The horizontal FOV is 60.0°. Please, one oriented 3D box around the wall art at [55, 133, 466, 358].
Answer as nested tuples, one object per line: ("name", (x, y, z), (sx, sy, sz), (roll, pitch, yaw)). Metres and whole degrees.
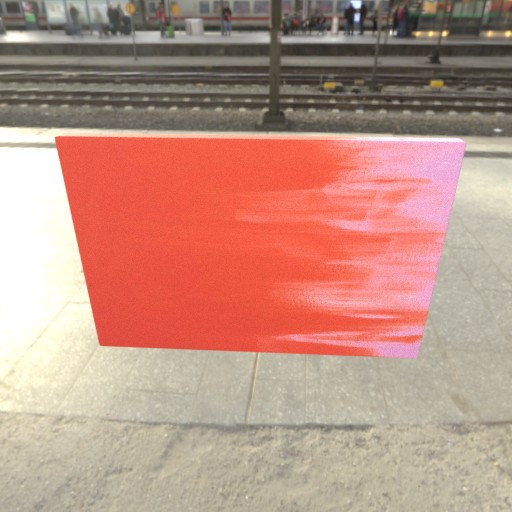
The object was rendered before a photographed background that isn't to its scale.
("wall art", (0.000, 0.000, 1.141), (0.913, 0.609, 0.040), (2, 29, 3))
